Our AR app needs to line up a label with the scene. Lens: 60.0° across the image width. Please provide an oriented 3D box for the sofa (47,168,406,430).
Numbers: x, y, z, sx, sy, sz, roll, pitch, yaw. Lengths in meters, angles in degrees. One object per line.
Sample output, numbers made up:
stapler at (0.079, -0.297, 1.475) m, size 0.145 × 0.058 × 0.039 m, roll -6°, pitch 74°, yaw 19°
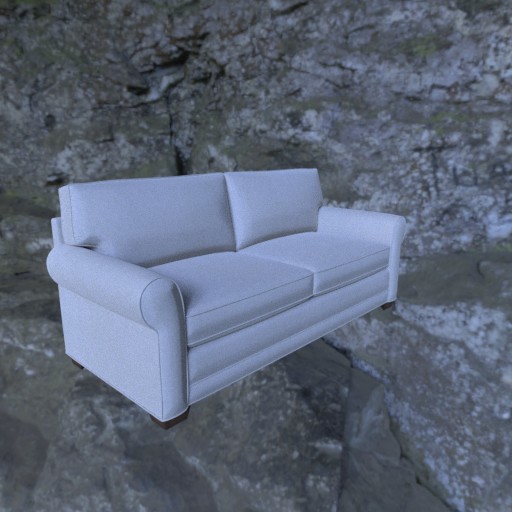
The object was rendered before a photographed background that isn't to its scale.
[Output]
sofa at (0.000, 0.000, 2.642) m, size 0.901 × 0.962 × 2.146 m, roll 13°, pitch 19°, yaw 42°
